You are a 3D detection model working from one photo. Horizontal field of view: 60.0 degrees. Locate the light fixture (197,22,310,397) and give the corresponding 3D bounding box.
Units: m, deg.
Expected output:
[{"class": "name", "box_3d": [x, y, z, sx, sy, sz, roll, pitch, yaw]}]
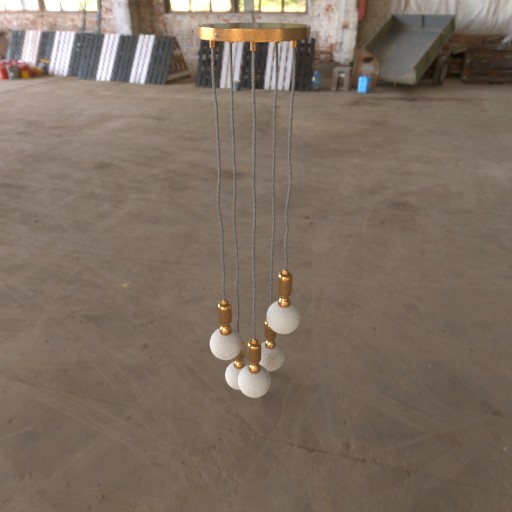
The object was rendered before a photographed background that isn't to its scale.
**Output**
[{"class": "light fixture", "box_3d": [0.000, 0.000, 0.494, 0.108, 0.457, 0.105, 20, 36, 30]}]
